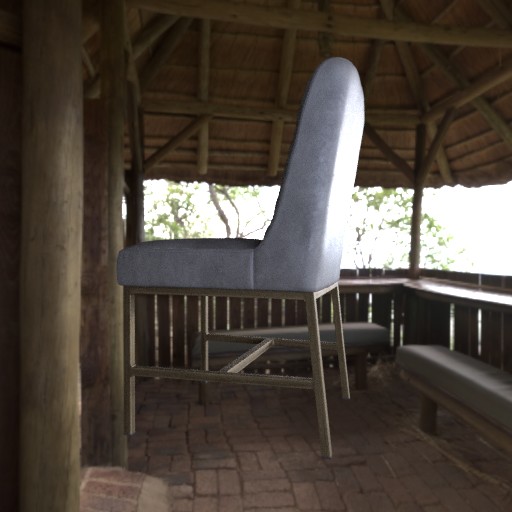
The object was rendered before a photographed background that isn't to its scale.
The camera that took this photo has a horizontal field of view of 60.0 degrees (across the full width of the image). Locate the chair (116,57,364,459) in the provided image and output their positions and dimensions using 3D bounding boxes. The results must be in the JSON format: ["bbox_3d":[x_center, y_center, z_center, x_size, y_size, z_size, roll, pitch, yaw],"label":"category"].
[{"bbox_3d":[0.000,0.000,1.247,0.587,0.889,0.508,0,1,17],"label":"chair"}]
